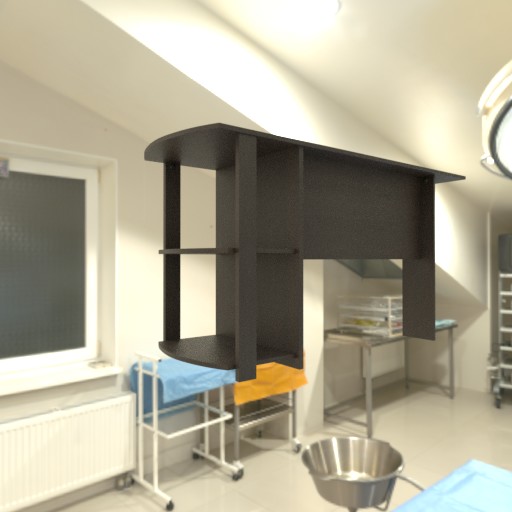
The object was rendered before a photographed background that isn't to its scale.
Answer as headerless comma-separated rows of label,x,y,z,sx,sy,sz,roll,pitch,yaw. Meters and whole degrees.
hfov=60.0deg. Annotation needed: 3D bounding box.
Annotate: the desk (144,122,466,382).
desk,0.000,0.000,2.086,1.361,0.716,1.303,0,0,-37
